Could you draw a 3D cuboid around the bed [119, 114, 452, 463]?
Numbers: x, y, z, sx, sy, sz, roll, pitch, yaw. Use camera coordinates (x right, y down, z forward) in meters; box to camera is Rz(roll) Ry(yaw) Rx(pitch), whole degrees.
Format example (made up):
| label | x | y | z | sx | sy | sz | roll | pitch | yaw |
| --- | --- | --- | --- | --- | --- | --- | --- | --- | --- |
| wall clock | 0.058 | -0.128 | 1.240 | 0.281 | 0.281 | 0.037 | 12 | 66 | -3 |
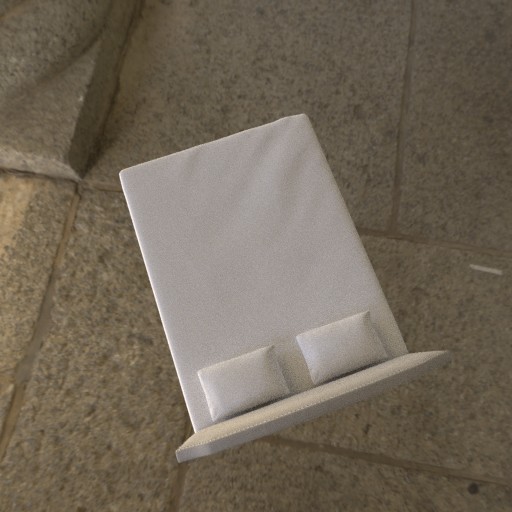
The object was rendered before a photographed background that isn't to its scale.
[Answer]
| label | x | y | z | sx | sy | sz | roll | pitch | yaw |
| --- | --- | --- | --- | --- | --- | --- | --- | --- | --- |
| bed | 0.000 | 0.000 | 2.949 | 1.558 | 1.270 | 1.999 | -19 | 76 | -5 |
